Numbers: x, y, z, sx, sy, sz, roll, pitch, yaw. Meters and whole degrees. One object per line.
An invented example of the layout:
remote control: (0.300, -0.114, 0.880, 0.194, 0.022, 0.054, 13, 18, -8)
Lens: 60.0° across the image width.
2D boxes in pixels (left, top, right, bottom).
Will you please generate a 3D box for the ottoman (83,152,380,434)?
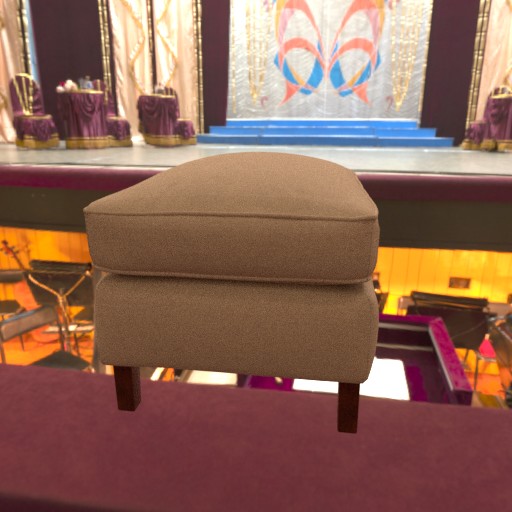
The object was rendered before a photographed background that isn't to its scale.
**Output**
ottoman: (0.000, 0.000, 1.009, 0.501, 0.456, 0.665, 3, 17, 8)
